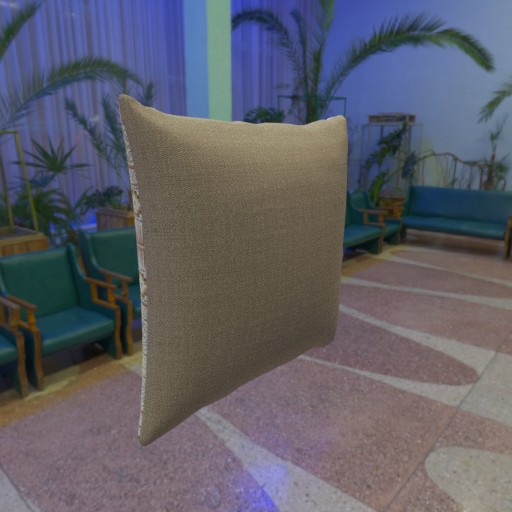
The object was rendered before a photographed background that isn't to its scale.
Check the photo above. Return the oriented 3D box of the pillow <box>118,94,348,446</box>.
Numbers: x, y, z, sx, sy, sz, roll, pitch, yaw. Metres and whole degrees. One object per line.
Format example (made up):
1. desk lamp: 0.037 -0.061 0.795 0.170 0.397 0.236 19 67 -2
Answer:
1. pillow: 0.000 0.000 0.804 0.215 0.519 0.521 14 20 42
